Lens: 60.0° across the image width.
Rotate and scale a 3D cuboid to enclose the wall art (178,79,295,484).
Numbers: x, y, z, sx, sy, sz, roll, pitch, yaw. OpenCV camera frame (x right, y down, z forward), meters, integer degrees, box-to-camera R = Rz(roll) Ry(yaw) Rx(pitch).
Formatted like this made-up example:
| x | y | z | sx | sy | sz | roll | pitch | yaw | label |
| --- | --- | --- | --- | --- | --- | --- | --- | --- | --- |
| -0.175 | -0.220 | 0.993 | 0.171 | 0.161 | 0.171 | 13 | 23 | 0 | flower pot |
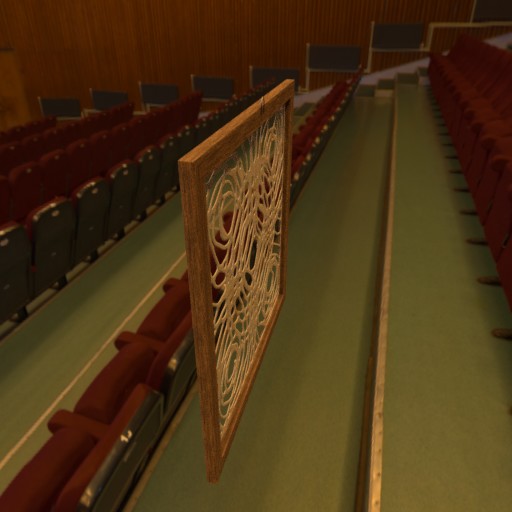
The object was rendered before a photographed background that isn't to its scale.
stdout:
| x | y | z | sx | sy | sz | roll | pitch | yaw | label |
| --- | --- | --- | --- | --- | --- | --- | --- | --- | --- |
| 0.000 | 0.000 | 0.838 | 0.021 | 0.576 | 0.561 | 8 | 31 | 13 | wall art |
